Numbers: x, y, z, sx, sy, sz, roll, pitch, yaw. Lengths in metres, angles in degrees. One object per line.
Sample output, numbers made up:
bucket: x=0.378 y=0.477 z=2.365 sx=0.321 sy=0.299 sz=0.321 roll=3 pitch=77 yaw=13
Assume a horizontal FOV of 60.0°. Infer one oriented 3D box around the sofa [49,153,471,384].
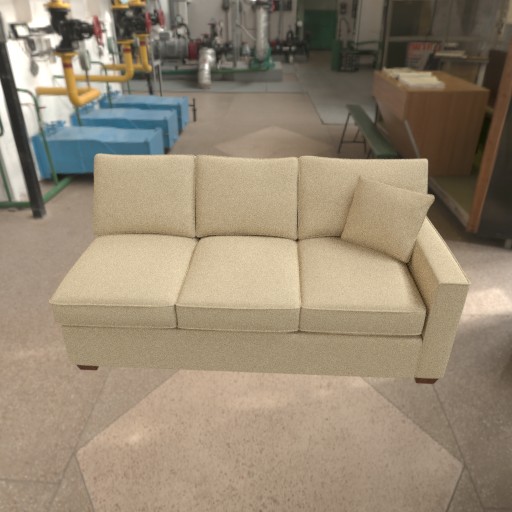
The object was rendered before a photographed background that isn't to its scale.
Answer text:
sofa: x=0.000 y=0.000 z=2.496 sx=1.963 sy=0.946 sz=1.034 roll=2 pitch=30 yaw=3
